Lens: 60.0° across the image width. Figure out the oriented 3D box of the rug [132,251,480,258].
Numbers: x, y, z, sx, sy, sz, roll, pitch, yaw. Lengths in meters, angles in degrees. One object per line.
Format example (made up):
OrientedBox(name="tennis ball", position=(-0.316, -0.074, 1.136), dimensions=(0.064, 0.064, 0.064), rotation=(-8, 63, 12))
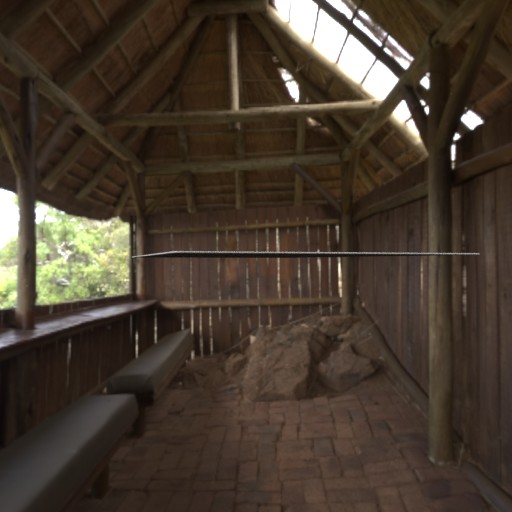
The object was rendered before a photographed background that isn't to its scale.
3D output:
OrientedBox(name="rug", position=(0.000, 0.000, 3.101), dimensions=(1.523, 0.008, 2.438), rotation=(0, -1, -19))
